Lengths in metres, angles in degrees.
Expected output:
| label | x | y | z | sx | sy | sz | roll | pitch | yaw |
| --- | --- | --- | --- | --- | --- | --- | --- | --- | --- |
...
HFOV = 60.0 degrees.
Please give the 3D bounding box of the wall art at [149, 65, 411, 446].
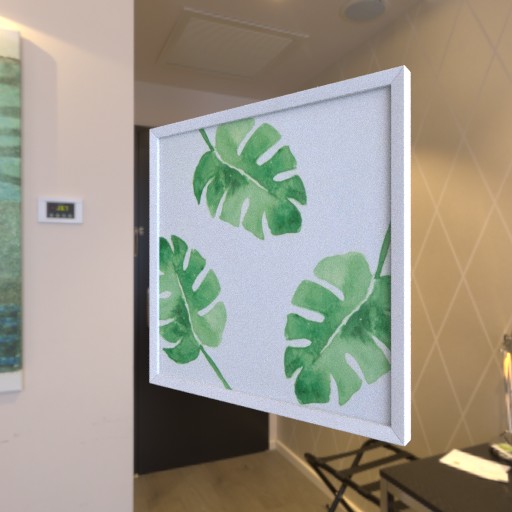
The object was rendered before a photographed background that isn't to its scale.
| label | x | y | z | sx | sy | sz | roll | pitch | yaw |
| --- | --- | --- | --- | --- | --- | --- | --- | --- | --- |
| wall art | 0.000 | 0.000 | 1.124 | 0.762 | 0.762 | 0.040 | 0 | 0 | 36 |
